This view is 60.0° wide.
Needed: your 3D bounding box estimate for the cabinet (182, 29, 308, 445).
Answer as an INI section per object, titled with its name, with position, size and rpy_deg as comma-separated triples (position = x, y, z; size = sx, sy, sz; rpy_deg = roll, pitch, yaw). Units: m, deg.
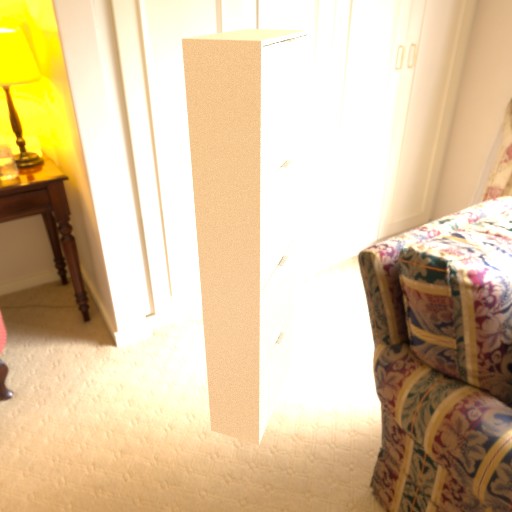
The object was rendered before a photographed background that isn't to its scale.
[cabinet]
position = 0.000, 0.000, 1.815
size = 0.255, 1.630, 0.520
rpy_deg = 10, 31, 17
